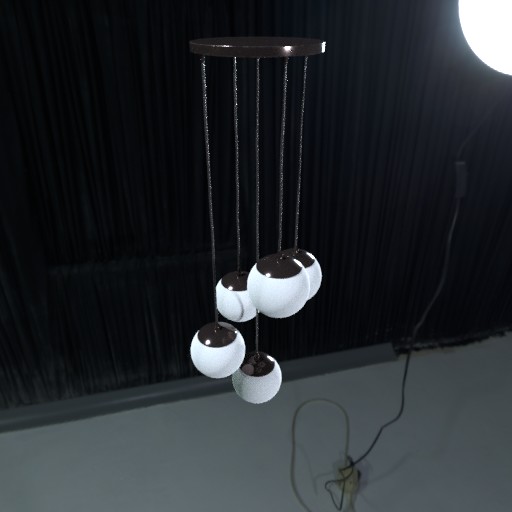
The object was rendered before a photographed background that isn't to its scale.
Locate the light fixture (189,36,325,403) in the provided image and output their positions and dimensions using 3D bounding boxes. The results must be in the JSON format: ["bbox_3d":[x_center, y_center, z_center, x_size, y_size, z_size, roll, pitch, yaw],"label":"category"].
[{"bbox_3d":[0.000,0.000,1.451,0.484,1.271,0.489,-8,31,-14],"label":"light fixture"}]
